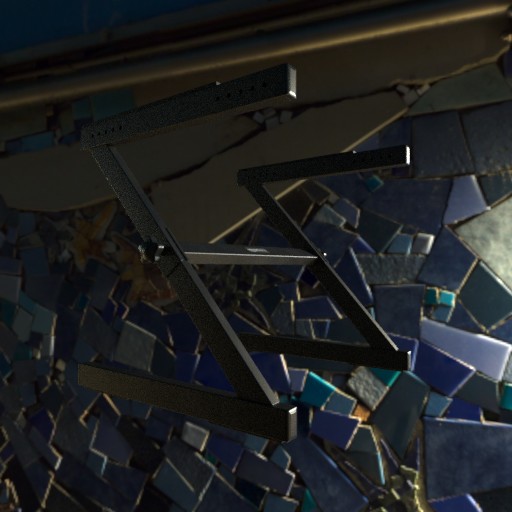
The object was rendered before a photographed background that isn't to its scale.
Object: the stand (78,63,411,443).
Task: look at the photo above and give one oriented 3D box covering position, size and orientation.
[{"bbox_3d":[0.000,0.000,1.128,0.586,0.617,0.700,-1,-2,36],"label":"stand"}]
